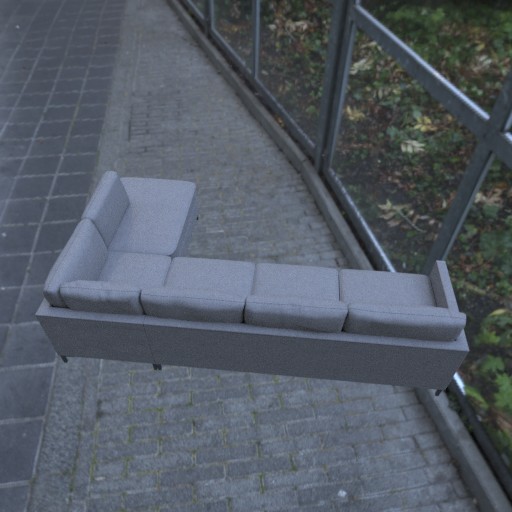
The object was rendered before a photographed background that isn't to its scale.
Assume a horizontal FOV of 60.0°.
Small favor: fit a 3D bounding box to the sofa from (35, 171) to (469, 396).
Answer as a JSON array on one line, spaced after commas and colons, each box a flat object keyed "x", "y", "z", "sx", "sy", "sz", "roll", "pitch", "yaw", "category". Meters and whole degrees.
[{"x": 0.000, "y": 0.000, "z": 4.223, "sx": 3.331, "sy": 0.964, "sz": 2.077, "roll": 4, "pitch": 46, "yaw": 4, "category": "sofa"}]
